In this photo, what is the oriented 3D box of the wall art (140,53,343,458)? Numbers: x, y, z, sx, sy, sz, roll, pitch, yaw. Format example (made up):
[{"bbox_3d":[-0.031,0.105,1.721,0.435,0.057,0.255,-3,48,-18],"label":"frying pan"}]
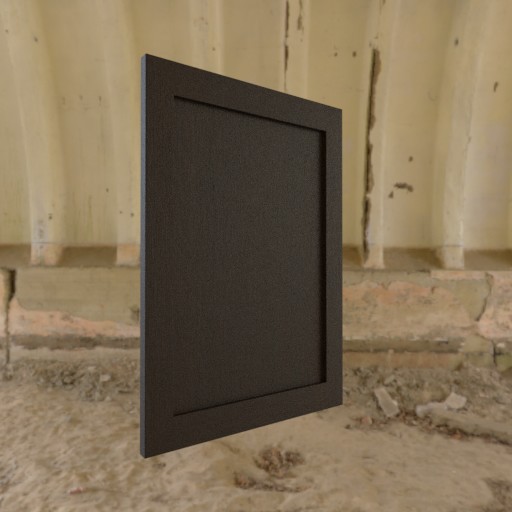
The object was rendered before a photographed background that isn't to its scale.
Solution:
[{"bbox_3d":[0.000,0.000,0.673,0.359,0.513,0.017,0,-1,-36],"label":"wall art"}]
